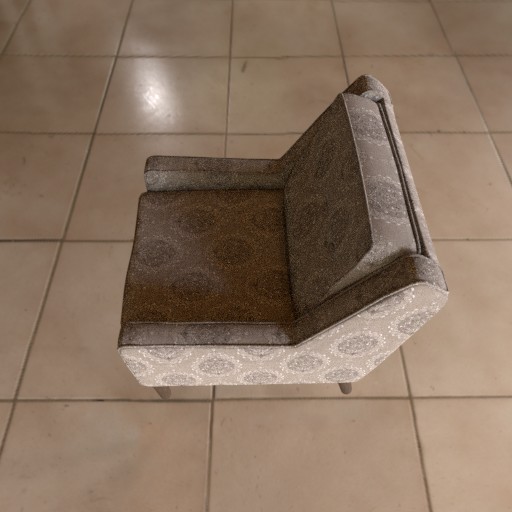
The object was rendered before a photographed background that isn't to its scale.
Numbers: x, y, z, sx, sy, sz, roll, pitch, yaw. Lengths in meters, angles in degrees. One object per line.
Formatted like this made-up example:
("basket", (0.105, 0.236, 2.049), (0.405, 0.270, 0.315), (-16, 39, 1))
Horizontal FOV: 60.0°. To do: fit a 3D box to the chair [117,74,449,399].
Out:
("chair", (0.000, 0.000, 1.315), (0.750, 0.797, 0.665), (-1, 57, -1))
